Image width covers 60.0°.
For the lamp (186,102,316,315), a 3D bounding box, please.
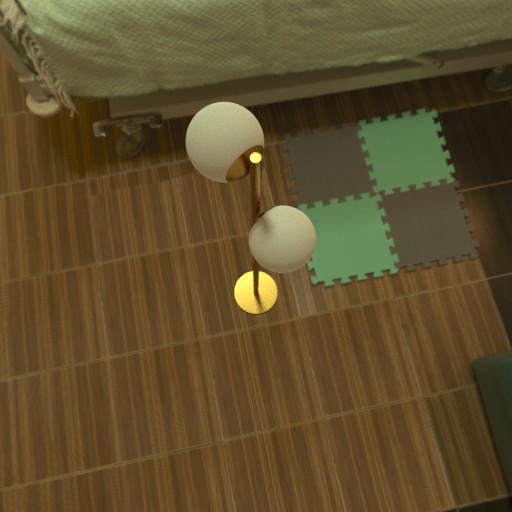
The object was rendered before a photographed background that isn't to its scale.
[{"bbox_3d":[0.000,0.000,1.755,0.249,1.641,0.419,-40,78,-10],"label":"lamp"}]
